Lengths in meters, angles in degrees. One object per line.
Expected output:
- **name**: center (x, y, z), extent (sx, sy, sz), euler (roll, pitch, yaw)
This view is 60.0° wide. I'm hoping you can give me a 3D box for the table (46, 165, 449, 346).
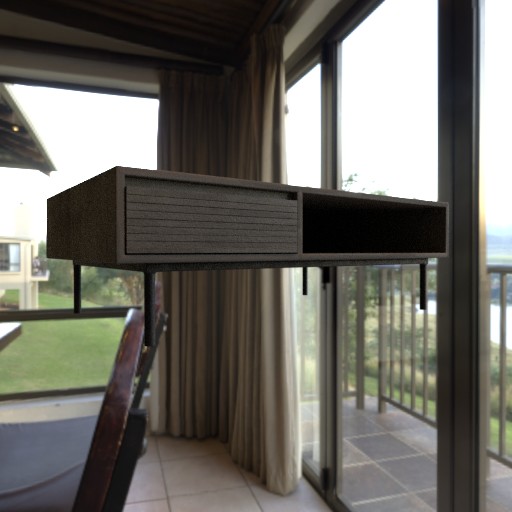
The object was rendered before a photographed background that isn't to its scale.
- **table**: center (0.000, 0.000, 1.386), extent (1.088, 0.347, 0.643), euler (-1, 1, -36)
